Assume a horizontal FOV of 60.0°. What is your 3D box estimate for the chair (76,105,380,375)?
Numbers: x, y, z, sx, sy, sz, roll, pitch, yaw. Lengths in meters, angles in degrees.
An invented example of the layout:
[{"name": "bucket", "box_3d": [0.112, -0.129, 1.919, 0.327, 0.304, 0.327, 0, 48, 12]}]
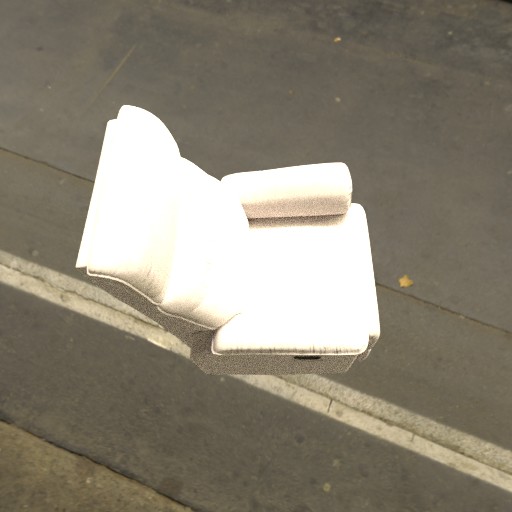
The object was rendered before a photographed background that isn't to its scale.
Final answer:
[{"name": "chair", "box_3d": [0.000, 0.000, 1.747, 1.001, 1.039, 0.820, 0, 62, 0]}]
